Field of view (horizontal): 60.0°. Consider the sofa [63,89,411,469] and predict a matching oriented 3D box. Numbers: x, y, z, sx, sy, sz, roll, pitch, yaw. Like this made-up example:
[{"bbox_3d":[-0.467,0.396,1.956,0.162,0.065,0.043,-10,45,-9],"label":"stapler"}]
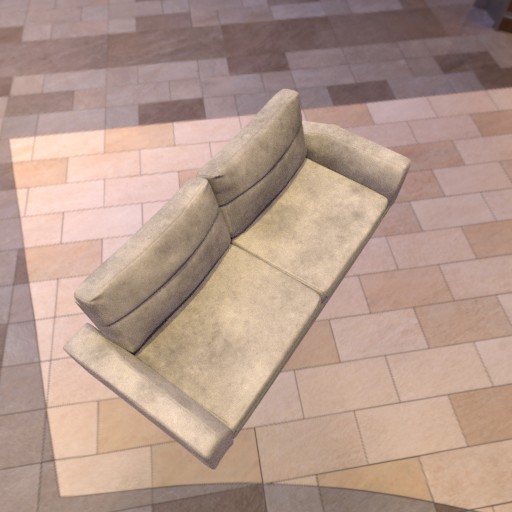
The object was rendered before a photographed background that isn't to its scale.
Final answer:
[{"bbox_3d":[0.000,0.000,2.286,0.849,0.859,1.837,30,62,18],"label":"sofa"}]
